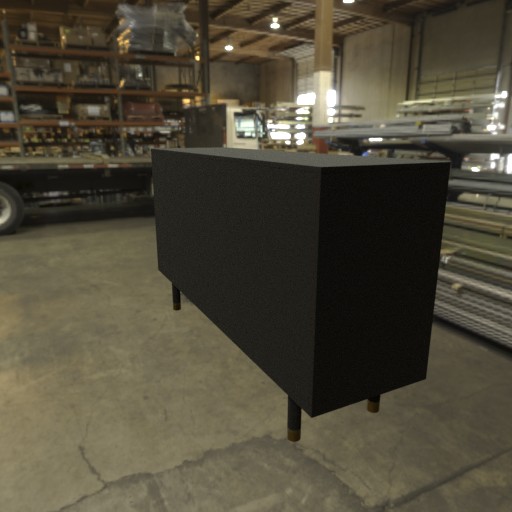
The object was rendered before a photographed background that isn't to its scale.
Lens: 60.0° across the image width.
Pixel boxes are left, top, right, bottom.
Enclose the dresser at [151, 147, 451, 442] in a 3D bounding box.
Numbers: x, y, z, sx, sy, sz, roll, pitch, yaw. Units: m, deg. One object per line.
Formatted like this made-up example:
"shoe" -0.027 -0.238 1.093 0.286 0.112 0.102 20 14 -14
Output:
"dresser" 0.000 0.000 1.924 0.463 0.872 1.558 -8 17 -26
